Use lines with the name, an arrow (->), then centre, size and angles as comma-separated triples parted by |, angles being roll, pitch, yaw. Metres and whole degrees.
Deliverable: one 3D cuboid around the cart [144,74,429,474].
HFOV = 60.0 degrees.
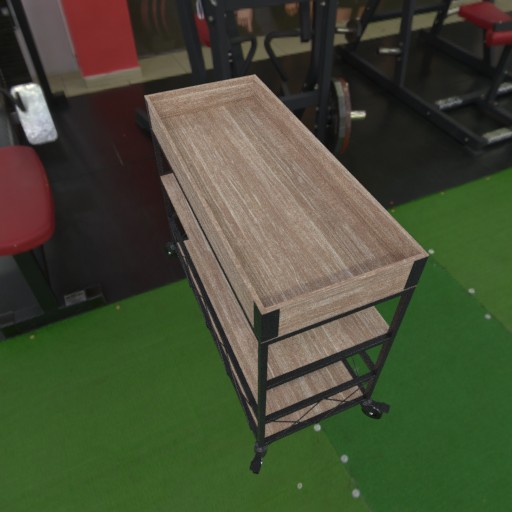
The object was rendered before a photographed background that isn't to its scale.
cart -> 0.000, 0.000, 1.503 | 0.500, 0.787, 1.101 | -17, 49, -16
